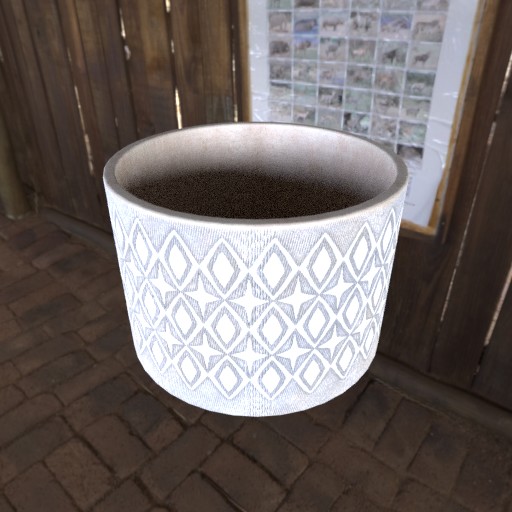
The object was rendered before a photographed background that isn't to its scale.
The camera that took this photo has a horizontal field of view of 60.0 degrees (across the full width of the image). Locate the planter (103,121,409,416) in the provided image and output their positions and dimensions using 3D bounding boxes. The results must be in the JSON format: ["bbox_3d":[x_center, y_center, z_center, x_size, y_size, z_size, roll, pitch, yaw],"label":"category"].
[{"bbox_3d":[0.000,0.000,0.280,0.164,0.127,0.164,0,31,0],"label":"planter"}]
